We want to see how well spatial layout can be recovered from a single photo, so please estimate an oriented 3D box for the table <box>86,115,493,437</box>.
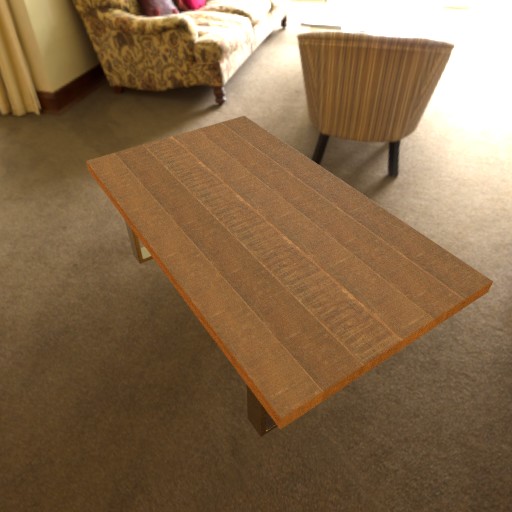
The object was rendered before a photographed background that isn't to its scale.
[{"bbox_3d":[0.000,0.000,1.760,0.800,0.440,1.400,-24,47,-24],"label":"table"}]
